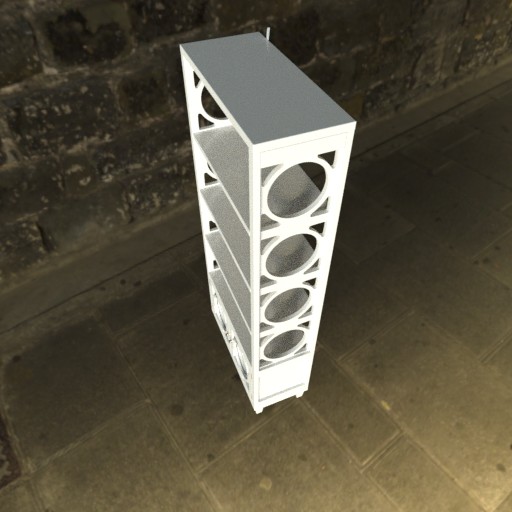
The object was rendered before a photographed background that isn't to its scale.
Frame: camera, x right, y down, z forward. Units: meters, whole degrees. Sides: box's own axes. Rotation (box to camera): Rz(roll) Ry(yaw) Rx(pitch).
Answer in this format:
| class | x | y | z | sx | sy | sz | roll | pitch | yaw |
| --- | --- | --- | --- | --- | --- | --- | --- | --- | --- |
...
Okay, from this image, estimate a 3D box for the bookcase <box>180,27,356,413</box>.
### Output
| class | x | y | z | sx | sy | sz | roll | pitch | yaw |
| --- | --- | --- | --- | --- | --- | --- | --- | --- | --- |
| bookcase | 0.000 | 0.000 | 2.174 | 0.361 | 1.869 | 0.761 | -17 | 49 | -15 |
